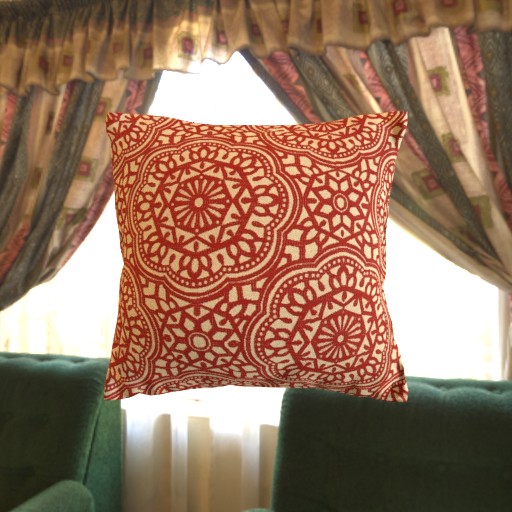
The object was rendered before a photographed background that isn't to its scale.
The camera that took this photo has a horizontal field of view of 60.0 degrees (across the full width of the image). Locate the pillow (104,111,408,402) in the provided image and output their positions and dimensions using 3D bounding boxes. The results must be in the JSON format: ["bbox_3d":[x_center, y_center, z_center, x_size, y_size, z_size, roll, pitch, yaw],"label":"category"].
[{"bbox_3d":[0.000,0.000,0.640,0.438,0.419,0.162,0,-1,0],"label":"pillow"}]
